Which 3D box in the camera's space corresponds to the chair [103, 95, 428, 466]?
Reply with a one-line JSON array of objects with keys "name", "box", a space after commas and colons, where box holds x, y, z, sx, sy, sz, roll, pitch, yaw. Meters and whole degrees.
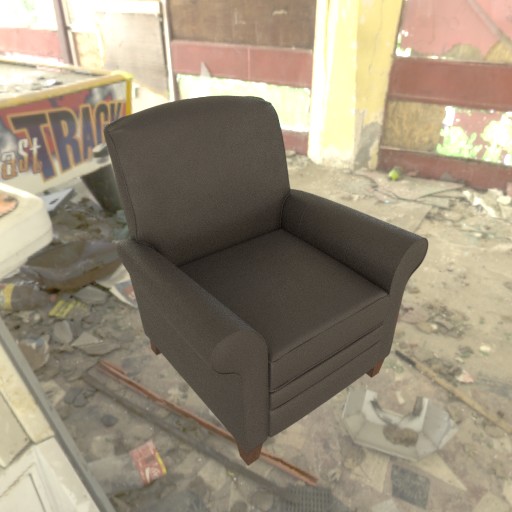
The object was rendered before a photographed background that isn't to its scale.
[{"name": "chair", "box": [0.000, 0.000, 1.740, 0.978, 1.061, 0.902, -22, 37, -32]}]
